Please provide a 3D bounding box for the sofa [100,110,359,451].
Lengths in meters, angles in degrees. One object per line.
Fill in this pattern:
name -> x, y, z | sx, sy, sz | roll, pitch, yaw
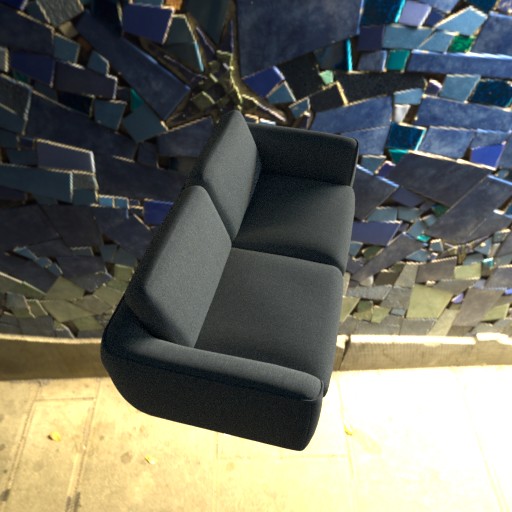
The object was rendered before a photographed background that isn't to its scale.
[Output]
sofa -> 0.000, 0.000, 2.250 | 0.920, 0.870, 1.700 | 10, 49, 9
